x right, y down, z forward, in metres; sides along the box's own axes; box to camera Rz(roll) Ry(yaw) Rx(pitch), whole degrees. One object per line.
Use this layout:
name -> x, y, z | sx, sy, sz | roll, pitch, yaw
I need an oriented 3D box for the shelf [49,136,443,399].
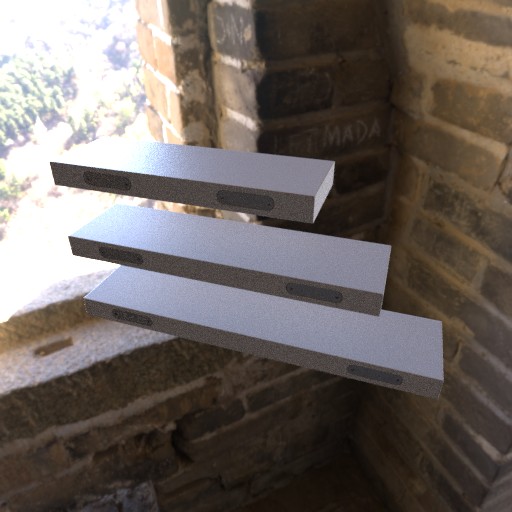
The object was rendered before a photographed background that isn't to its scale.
shelf -> 0.000, 0.000, 0.713 | 0.610, 0.293, 0.140 | 10, 33, 16
